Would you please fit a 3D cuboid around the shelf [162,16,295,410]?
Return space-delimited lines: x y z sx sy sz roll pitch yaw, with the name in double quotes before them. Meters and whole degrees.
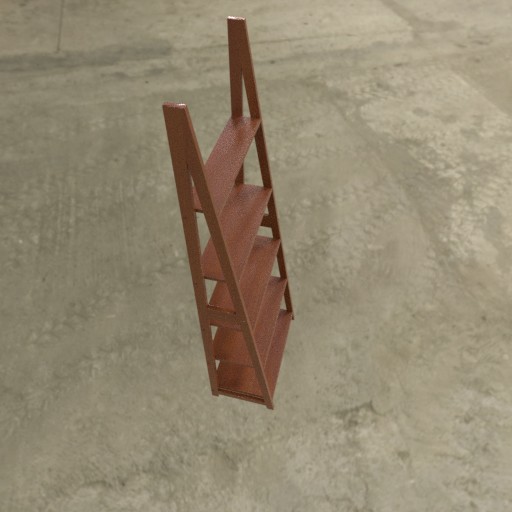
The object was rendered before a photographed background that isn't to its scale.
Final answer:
"shelf" 0.000 0.000 2.007 0.356 1.780 0.630 11 49 9
